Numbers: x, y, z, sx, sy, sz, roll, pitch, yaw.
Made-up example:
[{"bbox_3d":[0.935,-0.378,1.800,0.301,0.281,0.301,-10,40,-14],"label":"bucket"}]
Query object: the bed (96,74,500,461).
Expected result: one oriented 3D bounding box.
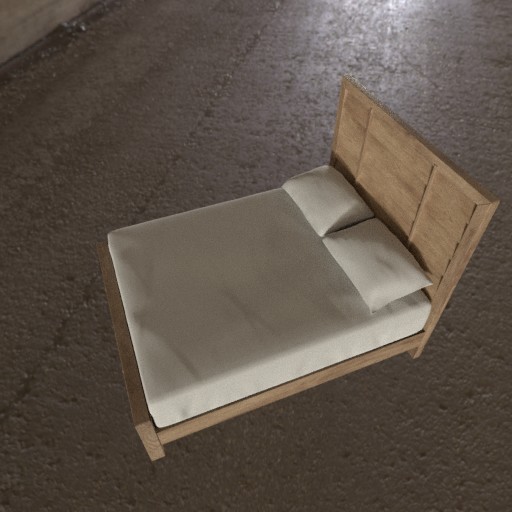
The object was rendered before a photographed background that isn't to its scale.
[{"bbox_3d":[0.000,0.000,3.220,2.197,1.626,1.626,-16,49,-15],"label":"bed"}]
